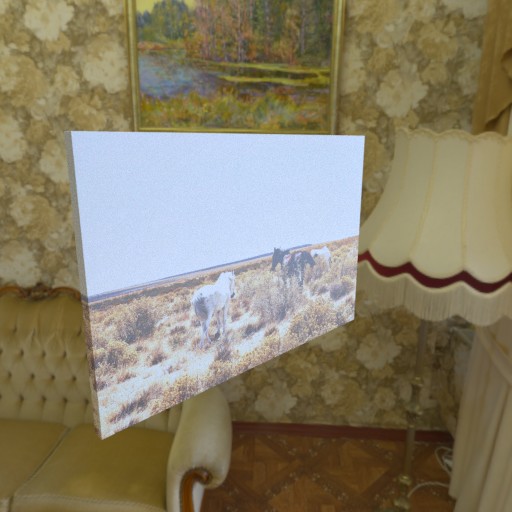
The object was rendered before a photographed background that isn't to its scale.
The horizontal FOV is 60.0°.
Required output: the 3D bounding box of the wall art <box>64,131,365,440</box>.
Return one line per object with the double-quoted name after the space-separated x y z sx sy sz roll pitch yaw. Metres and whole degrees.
0.000 0.000 1.917 1.520 1.016 0.051 -14 20 -43 "wall art"
